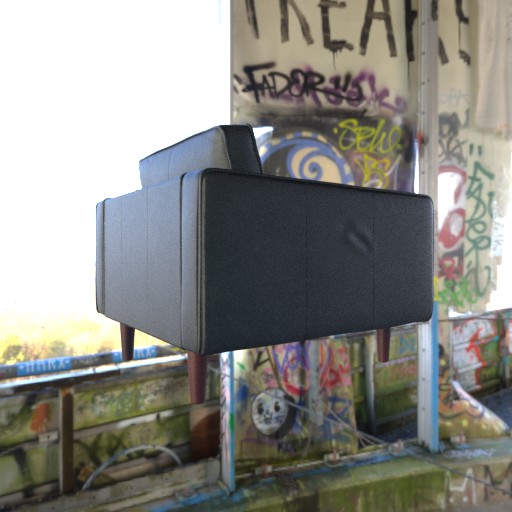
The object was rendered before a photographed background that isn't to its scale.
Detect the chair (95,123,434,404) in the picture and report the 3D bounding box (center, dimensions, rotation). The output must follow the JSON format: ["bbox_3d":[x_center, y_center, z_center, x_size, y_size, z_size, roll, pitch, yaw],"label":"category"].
[{"bbox_3d":[0.000,0.000,1.608,0.914,0.763,0.889,-1,1,-35],"label":"chair"}]
